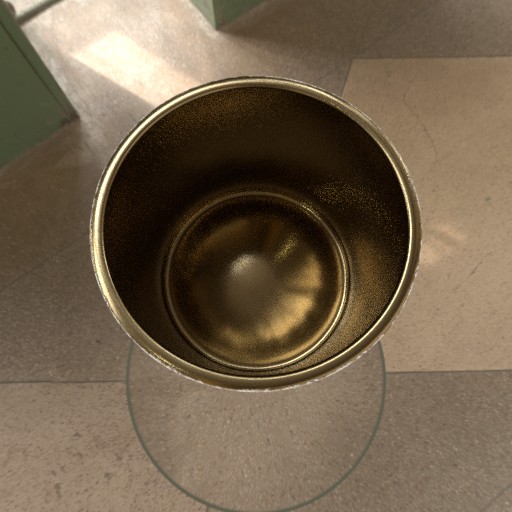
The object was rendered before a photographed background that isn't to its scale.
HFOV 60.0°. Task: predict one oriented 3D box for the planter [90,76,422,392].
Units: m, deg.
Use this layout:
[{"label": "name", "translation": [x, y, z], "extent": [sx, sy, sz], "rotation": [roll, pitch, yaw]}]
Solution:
[{"label": "planter", "translation": [0.000, 0.000, 0.308], "extent": [0.178, 0.157, 0.178], "rotation": [0, 75, 0]}]
